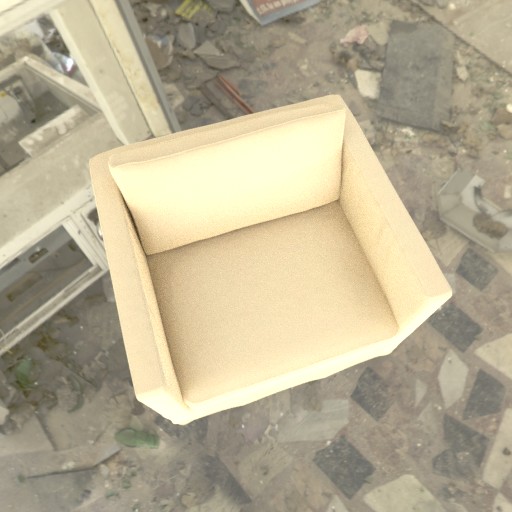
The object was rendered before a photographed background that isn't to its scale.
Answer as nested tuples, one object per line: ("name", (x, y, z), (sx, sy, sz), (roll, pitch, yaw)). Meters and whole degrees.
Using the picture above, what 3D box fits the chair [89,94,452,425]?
("chair", (0.000, 0.000, 1.763), (1.057, 0.851, 0.947), (-17, 65, -8))
